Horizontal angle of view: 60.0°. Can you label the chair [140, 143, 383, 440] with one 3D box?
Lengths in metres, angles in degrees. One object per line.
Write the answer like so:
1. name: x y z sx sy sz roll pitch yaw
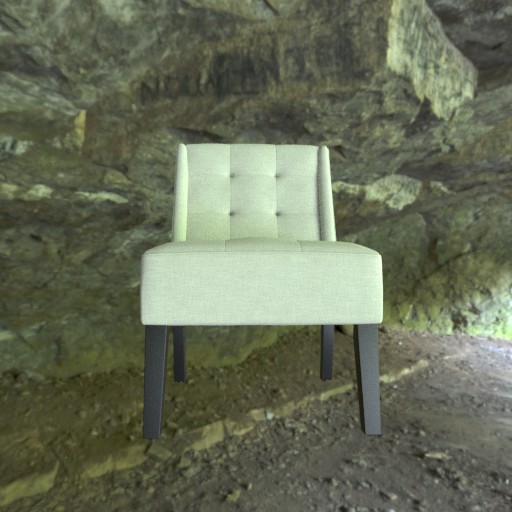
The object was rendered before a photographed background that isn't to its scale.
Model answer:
1. chair: 0.000 0.000 1.340 0.569 0.853 0.676 0 -2 -3
